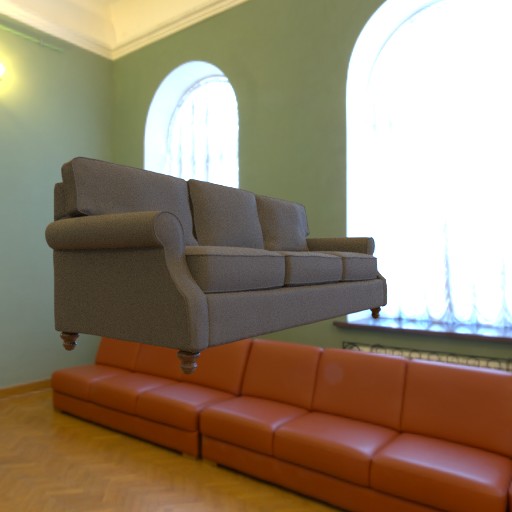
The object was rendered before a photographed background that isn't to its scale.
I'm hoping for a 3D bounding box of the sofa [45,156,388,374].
[{"bbox_3d":[0.000,0.000,2.798,0.966,0.948,2.353,-1,-1,35],"label":"sofa"}]
